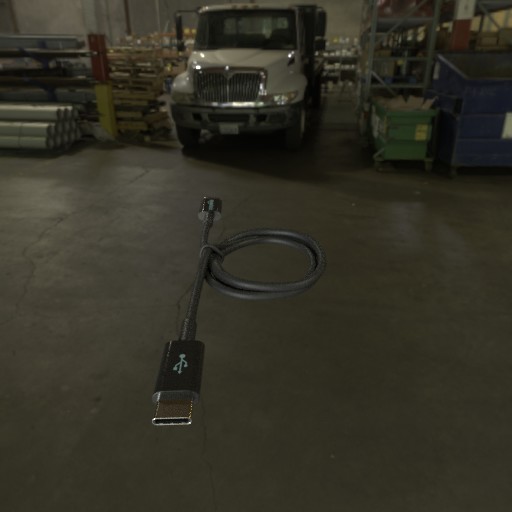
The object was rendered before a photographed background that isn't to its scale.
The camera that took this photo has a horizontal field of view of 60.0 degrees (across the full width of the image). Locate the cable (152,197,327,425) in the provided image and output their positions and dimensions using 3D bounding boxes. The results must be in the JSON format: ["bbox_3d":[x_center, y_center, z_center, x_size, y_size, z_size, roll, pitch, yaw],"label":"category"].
[{"bbox_3d":[0.000,0.000,0.217,0.070,0.014,0.203,-1,25,-2],"label":"cable"}]
